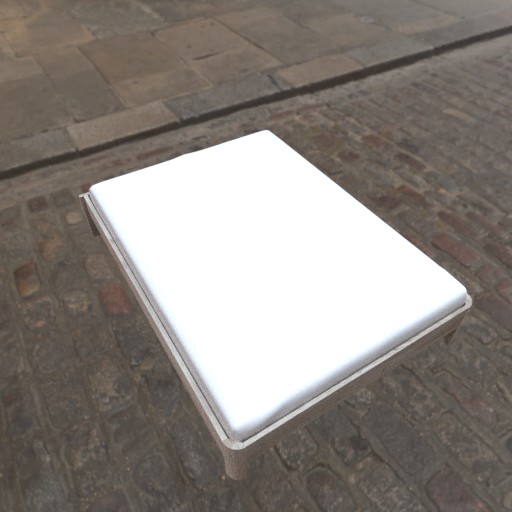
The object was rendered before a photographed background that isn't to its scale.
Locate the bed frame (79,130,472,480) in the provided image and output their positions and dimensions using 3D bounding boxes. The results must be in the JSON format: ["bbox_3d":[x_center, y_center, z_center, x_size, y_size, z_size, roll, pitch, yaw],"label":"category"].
[{"bbox_3d":[0.000,0.000,2.648,1.490,0.462,1.950,-24,50,-22],"label":"bed frame"}]
